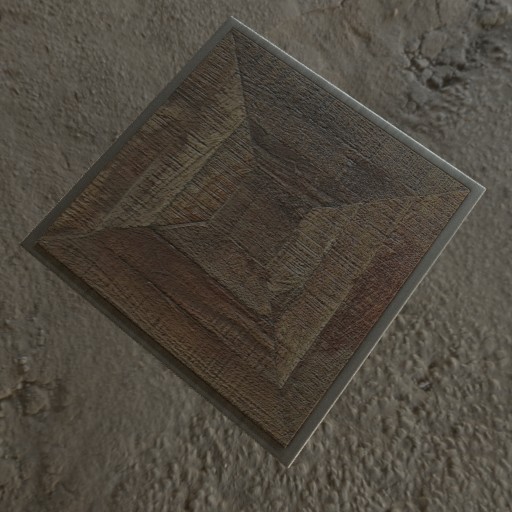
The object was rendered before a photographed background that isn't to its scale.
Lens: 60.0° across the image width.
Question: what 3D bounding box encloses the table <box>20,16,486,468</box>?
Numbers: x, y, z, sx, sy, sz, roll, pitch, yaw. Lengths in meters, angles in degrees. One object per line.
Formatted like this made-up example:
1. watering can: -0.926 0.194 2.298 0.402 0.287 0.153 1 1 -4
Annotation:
1. table: 0.000 0.000 0.837 0.449 0.500 0.450 37 80 8
